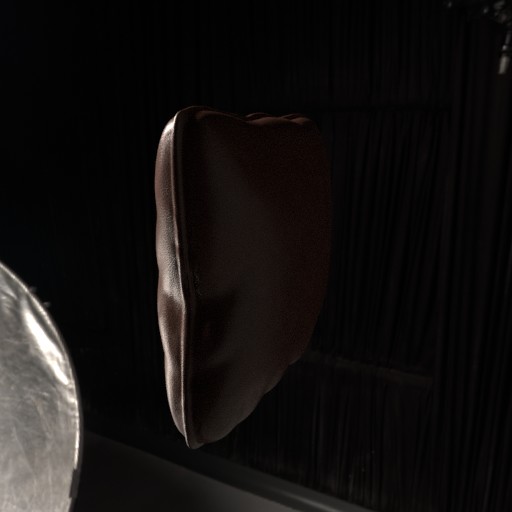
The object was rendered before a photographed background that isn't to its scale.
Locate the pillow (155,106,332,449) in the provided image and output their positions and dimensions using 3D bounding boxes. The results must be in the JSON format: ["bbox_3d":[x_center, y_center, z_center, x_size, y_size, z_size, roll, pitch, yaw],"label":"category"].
[{"bbox_3d":[0.000,0.000,0.840,0.236,0.523,0.532,7,18,23],"label":"pillow"}]
